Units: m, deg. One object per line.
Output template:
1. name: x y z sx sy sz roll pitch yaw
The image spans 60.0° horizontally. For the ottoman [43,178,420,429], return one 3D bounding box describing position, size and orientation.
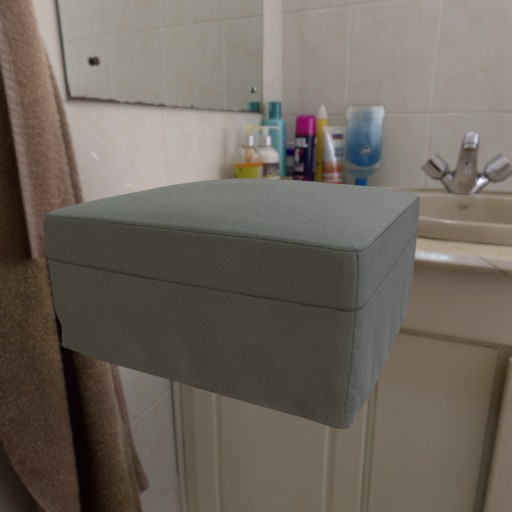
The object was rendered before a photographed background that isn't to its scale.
1. ottoman: 0.000 0.000 1.342 0.842 0.441 0.843 8 17 25
